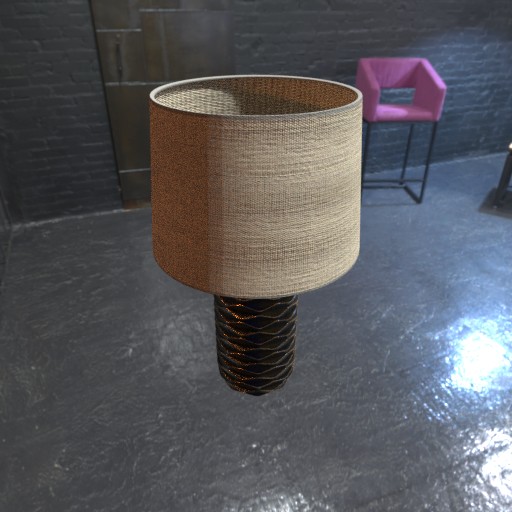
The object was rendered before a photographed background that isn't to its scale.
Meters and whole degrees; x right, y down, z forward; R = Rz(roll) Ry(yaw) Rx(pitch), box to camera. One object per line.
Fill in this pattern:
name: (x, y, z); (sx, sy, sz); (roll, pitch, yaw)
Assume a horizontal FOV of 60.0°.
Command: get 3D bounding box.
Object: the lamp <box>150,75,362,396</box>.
lamp: (0.000, 0.000, 0.840); (0.376, 0.594, 0.376); (0, 31, 0)
